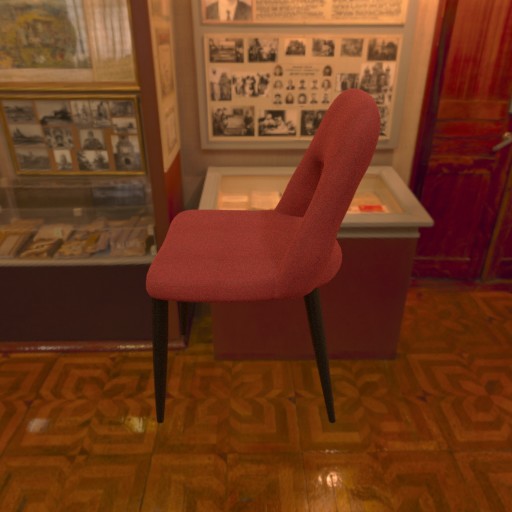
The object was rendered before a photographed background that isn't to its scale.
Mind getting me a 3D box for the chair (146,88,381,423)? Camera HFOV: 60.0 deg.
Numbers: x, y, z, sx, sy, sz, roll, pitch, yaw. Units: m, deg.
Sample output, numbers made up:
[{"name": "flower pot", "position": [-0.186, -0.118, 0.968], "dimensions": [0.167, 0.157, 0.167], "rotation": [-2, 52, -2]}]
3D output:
[{"name": "chair", "position": [0.000, 0.000, 1.271], "dimensions": [0.569, 0.892, 0.483], "rotation": [1, 27, 1]}]
